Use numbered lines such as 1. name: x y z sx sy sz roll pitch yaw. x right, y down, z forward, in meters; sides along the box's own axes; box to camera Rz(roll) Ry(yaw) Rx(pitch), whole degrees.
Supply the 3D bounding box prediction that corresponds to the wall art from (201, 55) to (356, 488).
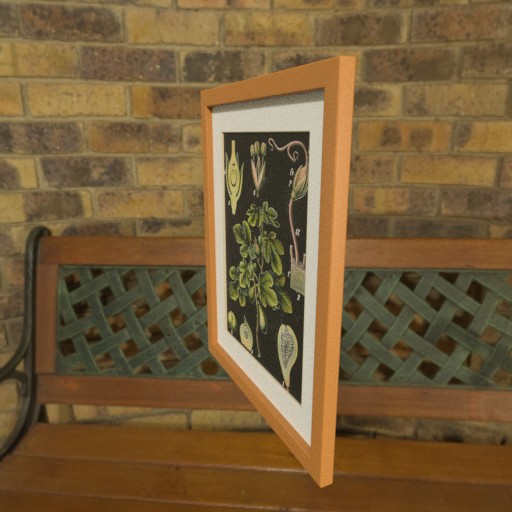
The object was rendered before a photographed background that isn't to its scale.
1. wall art: 0.000 0.000 0.507 0.015 0.379 0.310 -7 17 -25
